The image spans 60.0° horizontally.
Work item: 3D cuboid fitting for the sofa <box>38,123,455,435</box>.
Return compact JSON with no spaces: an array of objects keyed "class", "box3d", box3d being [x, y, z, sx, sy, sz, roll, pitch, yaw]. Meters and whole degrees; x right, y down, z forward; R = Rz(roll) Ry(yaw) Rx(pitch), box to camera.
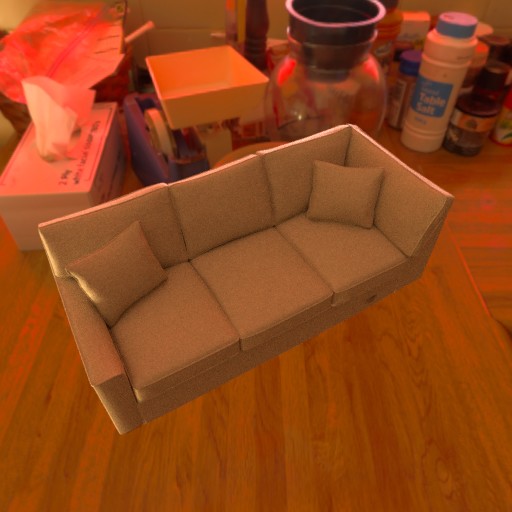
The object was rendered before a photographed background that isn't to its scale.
[{"class":"sofa","box3d":[0.000,0.000,2.852,2.317,0.962,1.061,-23,51,-20]}]
